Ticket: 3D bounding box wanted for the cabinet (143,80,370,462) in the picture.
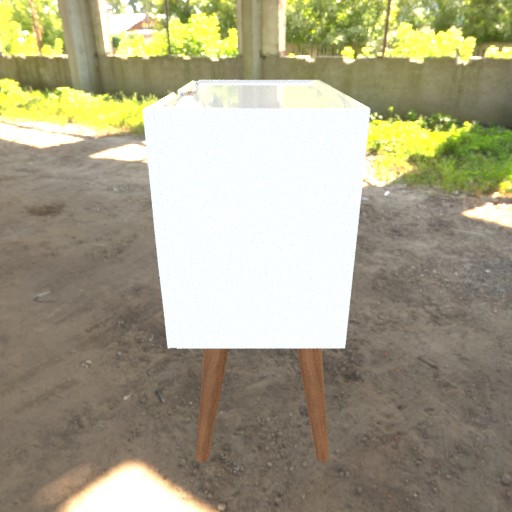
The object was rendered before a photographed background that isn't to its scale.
[{"bbox_3d":[0.000,0.000,1.096,0.344,0.772,0.591,0,26,0],"label":"cabinet"}]
